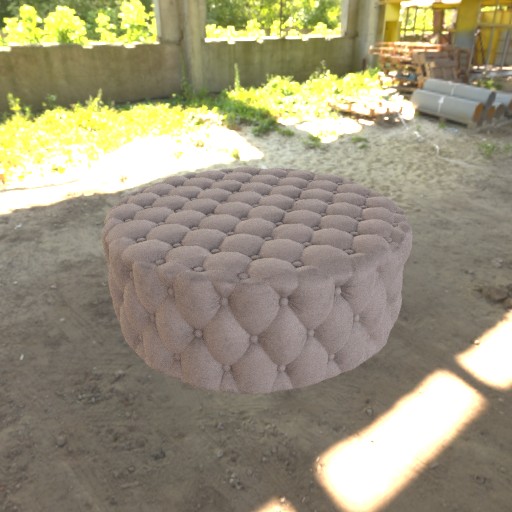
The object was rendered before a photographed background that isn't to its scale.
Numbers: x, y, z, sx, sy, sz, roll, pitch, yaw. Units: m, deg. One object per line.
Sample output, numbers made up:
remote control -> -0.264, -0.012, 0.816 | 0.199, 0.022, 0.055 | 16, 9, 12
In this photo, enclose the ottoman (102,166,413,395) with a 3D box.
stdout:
ottoman -> 0.000, 0.000, 1.540 | 0.998, 0.399, 0.998 | 0, 27, 0
